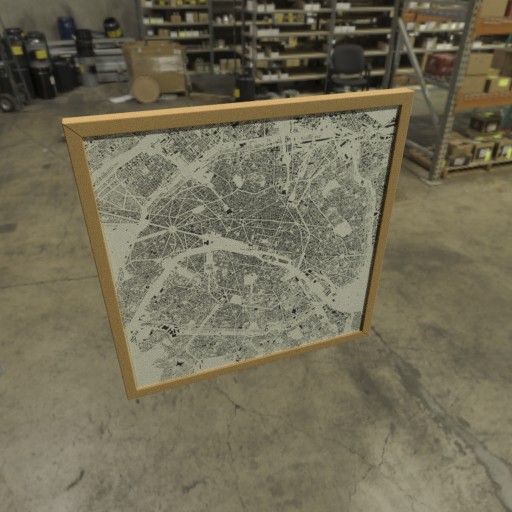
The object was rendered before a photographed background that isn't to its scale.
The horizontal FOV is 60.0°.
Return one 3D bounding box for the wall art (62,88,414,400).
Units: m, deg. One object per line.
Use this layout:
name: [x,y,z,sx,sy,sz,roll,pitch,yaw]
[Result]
wall art: [0.000,0.000,1.134,0.761,0.761,0.037,-11,35,-16]
